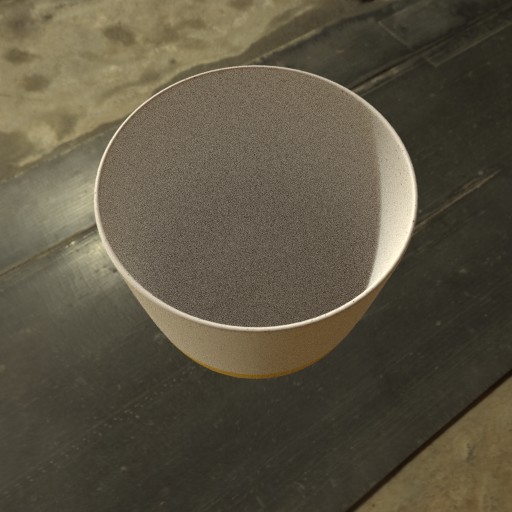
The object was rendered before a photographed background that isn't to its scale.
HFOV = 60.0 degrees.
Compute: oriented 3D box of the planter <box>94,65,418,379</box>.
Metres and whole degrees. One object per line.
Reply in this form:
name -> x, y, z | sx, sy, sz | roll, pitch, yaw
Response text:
planter -> 0.000, 0.000, 0.364 | 0.195, 0.214, 0.195 | 0, 63, 0
